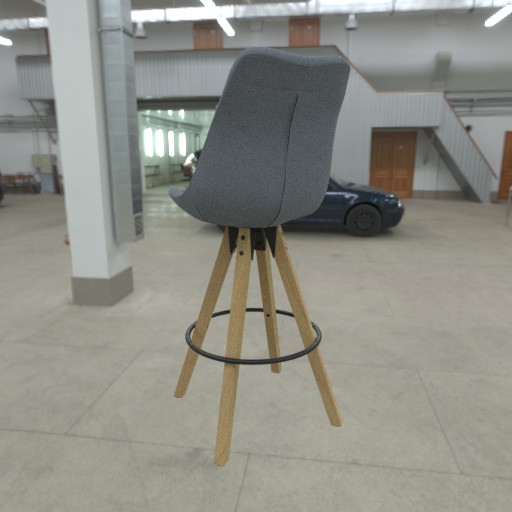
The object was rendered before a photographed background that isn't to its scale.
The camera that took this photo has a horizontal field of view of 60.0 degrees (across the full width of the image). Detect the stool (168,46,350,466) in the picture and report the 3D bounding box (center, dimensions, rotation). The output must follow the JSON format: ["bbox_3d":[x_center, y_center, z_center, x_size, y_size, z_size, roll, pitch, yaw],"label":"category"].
[{"bbox_3d":[0.000,0.000,1.411,0.485,1.115,0.550,-7,15,-26],"label":"stool"}]
